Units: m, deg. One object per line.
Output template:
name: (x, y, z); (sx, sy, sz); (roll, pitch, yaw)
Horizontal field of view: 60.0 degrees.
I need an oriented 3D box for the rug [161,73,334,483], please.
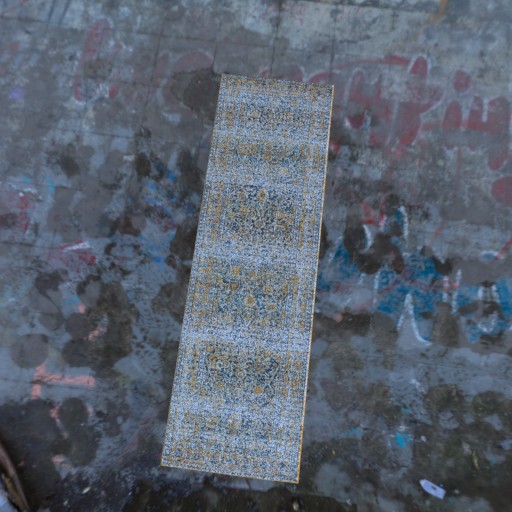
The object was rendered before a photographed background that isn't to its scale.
rug: (0.000, 0.000, 2.507); (0.704, 0.014, 2.294); (7, 77, 2)
